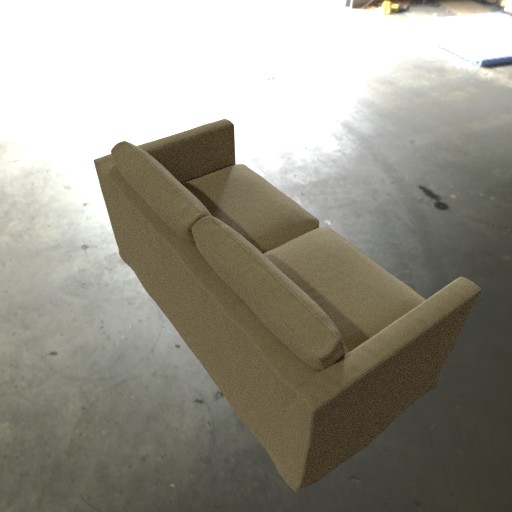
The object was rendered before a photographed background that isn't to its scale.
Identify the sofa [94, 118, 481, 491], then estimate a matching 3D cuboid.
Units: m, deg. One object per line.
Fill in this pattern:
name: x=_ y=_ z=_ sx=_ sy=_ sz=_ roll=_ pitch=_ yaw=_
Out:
sofa: x=0.000 y=0.000 z=2.373 sx=0.962 sy=0.835 sz=1.959 roll=-26 pitch=49 yaw=-26
